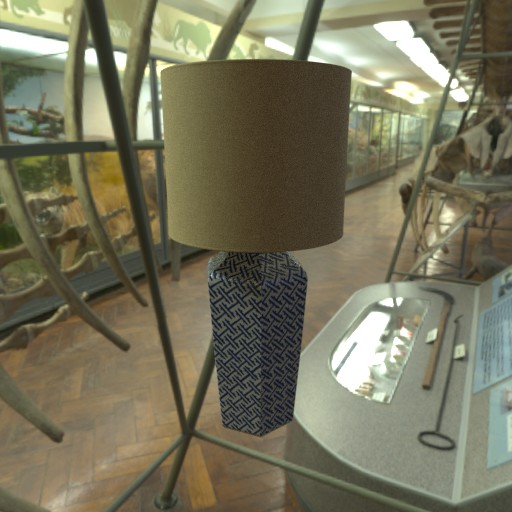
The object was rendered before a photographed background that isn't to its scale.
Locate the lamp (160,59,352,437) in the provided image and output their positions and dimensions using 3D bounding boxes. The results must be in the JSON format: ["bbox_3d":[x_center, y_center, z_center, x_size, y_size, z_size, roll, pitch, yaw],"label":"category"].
[{"bbox_3d":[0.000,0.000,0.839,0.320,0.682,0.320,8,17,27],"label":"lamp"}]
